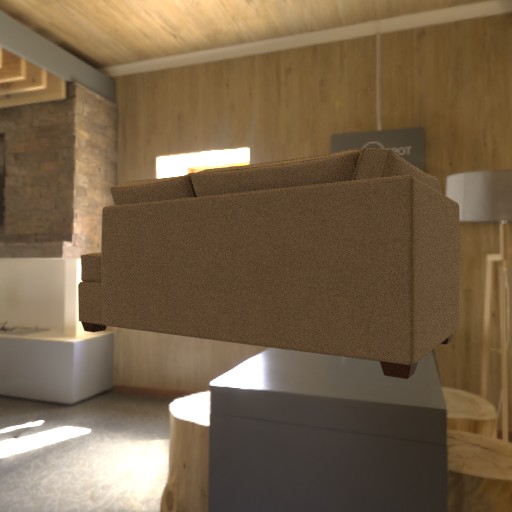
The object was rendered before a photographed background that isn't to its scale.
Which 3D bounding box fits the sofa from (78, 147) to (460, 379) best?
[{"bbox_3d":[0.000,0.000,2.830,2.238,1.019,1.110,0,-1,34],"label":"sofa"}]
